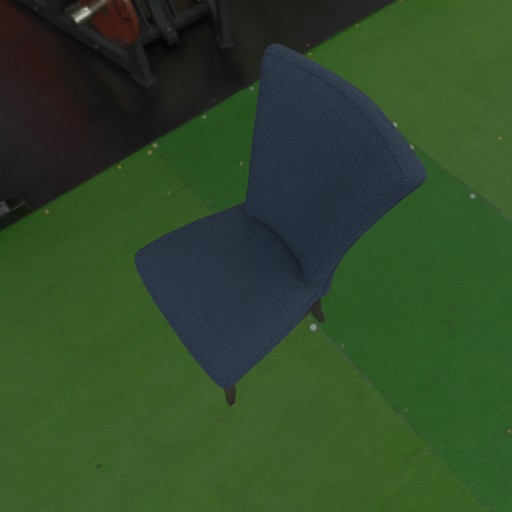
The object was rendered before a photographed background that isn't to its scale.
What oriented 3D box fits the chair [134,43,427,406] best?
[{"bbox_3d":[0.000,0.000,1.381,0.660,0.991,0.520,-34,68,-16],"label":"chair"}]
